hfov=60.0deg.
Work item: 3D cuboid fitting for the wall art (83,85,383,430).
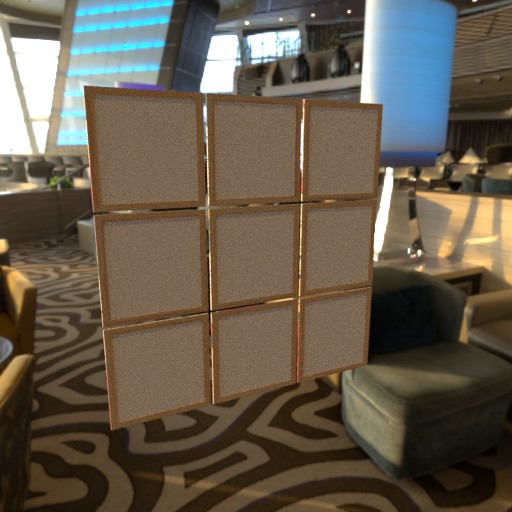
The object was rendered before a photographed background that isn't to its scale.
[{"bbox_3d":[0.000,0.000,2.247,1.519,1.534,0.013,-6,14,-25],"label":"wall art"}]
